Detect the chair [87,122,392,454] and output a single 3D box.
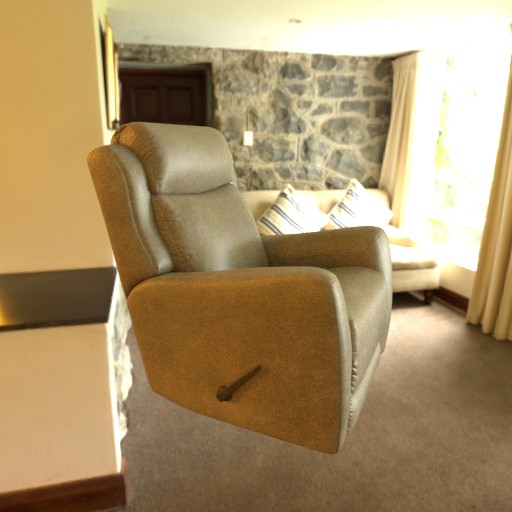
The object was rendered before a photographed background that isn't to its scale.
[{"bbox_3d":[0.000,0.000,1.933,1.068,1.116,0.967,7,16,25],"label":"chair"}]
